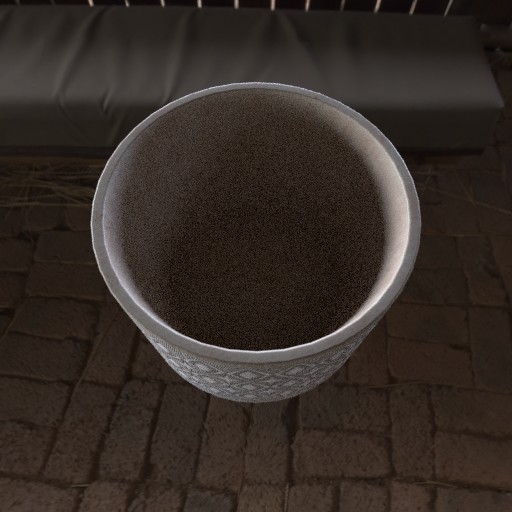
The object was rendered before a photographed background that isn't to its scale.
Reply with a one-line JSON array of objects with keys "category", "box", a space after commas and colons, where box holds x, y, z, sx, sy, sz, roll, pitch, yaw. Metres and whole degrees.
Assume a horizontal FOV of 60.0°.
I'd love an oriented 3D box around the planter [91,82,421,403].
[{"category": "planter", "box": [0.000, 0.000, 0.279, 0.164, 0.127, 0.164, 0, 64, 0]}]
